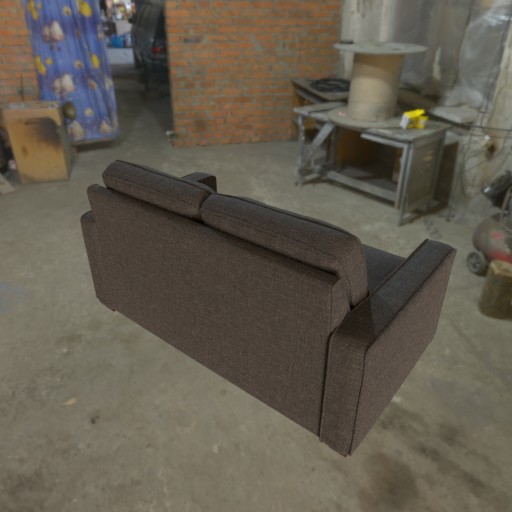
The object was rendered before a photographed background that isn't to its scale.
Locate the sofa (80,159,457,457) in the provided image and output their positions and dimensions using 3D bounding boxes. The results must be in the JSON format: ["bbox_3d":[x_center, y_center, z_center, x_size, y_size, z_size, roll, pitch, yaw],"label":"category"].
[{"bbox_3d":[0.000,0.000,2.287,1.709,0.918,0.947,22,37,33],"label":"sofa"}]
